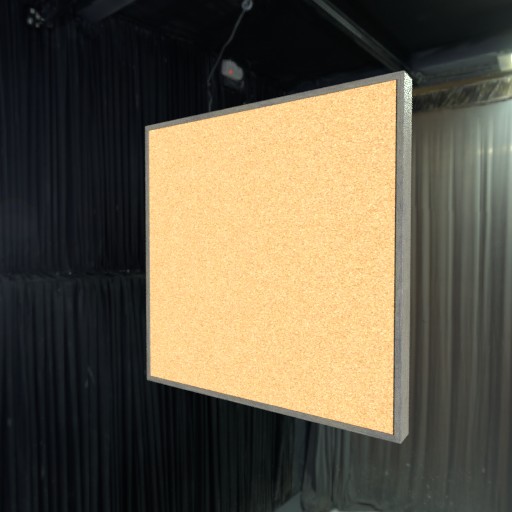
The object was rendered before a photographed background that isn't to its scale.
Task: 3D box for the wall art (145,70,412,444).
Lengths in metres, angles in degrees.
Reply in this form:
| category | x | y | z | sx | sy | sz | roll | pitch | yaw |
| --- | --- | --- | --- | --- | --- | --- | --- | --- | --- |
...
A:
| category | x | y | z | sx | sy | sz | roll | pitch | yaw |
| --- | --- | --- | --- | --- | --- | --- | --- | --- | --- |
| wall art | 0.000 | 0.000 | 0.760 | 0.507 | 0.507 | 0.037 | 1 | 2 | 34 |
